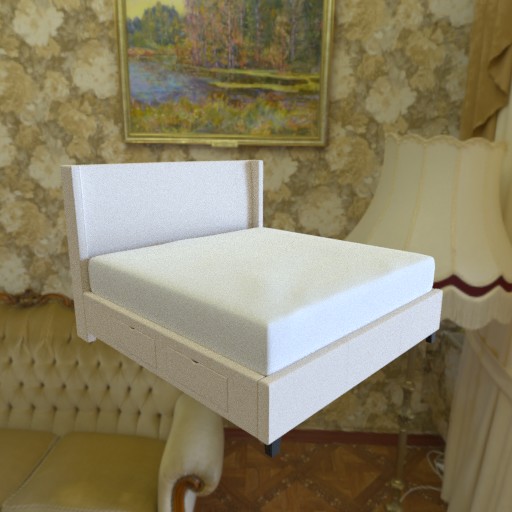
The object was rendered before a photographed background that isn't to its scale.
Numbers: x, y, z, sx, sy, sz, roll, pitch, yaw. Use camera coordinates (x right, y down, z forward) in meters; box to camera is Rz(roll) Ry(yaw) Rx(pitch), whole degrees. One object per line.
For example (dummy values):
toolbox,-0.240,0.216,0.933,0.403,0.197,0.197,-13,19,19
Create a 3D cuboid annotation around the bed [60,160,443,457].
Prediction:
bed,0.000,0.000,3.656,2.293,1.471,2.145,13,19,43
